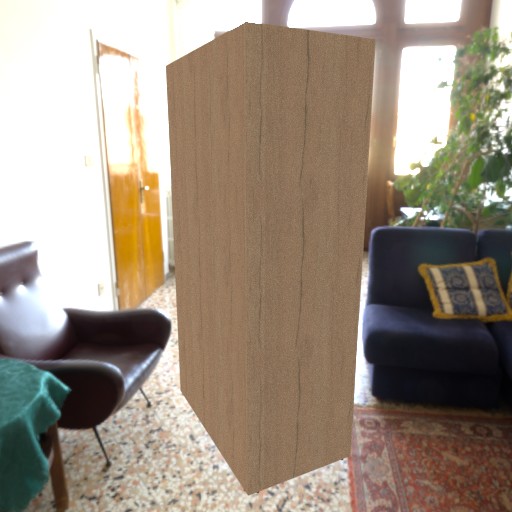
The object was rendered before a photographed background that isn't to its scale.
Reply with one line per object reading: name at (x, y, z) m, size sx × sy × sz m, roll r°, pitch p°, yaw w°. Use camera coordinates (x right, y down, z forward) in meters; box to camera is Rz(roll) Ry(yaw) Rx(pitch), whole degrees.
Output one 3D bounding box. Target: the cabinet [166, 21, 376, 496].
cabinet at (0.000, 0.000, 2.292) m, size 0.580 × 1.930 × 0.980 m, roll -7°, pitch 16°, yaw -26°
